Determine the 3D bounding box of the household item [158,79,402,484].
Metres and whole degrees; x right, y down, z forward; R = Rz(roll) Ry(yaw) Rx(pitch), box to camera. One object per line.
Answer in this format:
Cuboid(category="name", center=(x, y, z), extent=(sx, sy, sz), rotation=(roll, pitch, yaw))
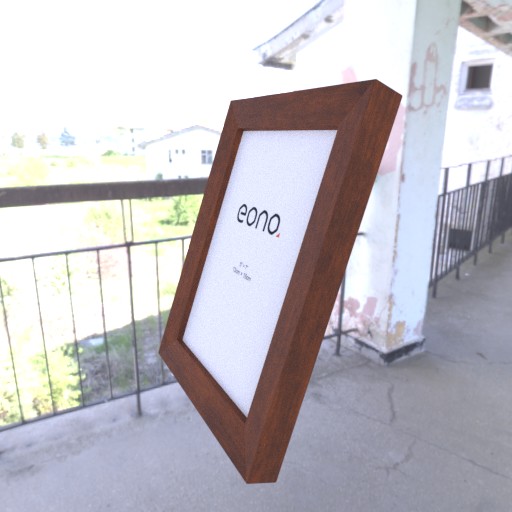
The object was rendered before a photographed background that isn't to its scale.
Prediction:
Cuboid(category="household item", center=(0.000, 0.000, 0.291), extent=(0.096, 0.204, 0.160), rotation=(-8, 17, -27))
